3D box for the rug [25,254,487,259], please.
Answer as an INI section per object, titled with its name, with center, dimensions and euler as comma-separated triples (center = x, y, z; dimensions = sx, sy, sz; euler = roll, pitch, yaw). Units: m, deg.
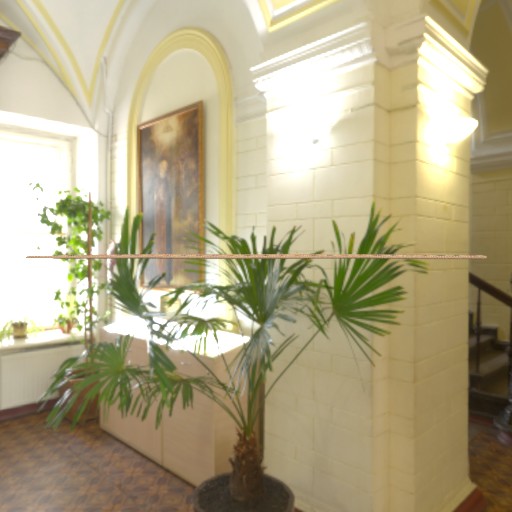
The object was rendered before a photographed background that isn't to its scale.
[rug]
center = 0.000, 0.000, 3.108
dimensions = 2.464, 0.023, 1.521
euler = 0, 0, 0
